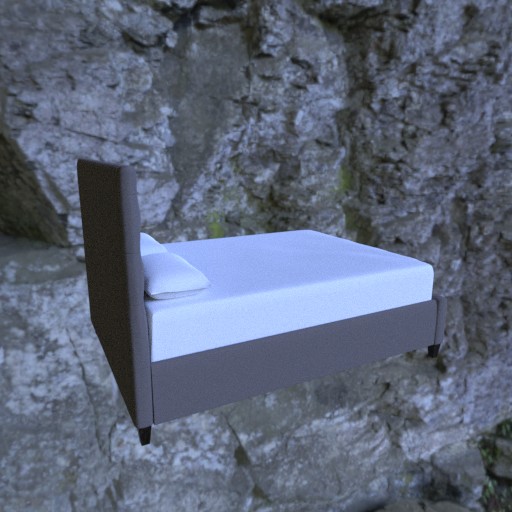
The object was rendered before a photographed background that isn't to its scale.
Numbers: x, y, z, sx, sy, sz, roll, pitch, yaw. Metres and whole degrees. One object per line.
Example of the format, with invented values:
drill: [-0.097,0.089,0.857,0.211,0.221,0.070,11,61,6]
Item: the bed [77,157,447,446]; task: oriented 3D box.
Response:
bed: [0.000,0.000,3.313,2.233,1.426,1.696,-7,16,-27]
